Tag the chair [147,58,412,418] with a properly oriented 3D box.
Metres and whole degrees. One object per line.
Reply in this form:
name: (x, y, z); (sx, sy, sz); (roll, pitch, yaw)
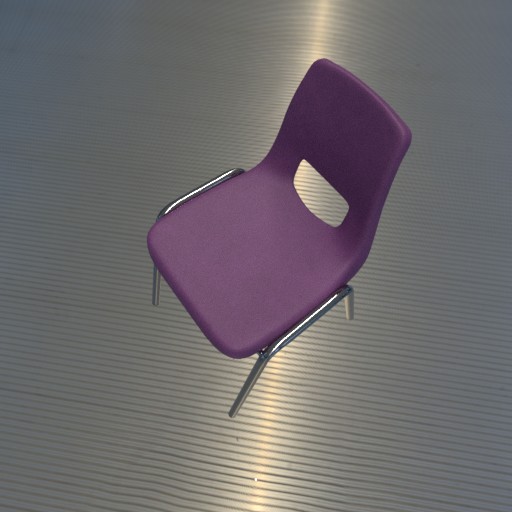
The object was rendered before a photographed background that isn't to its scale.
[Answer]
chair: (0.000, 0.000, 0.911); (0.432, 0.654, 0.381); (-34, 68, -16)
